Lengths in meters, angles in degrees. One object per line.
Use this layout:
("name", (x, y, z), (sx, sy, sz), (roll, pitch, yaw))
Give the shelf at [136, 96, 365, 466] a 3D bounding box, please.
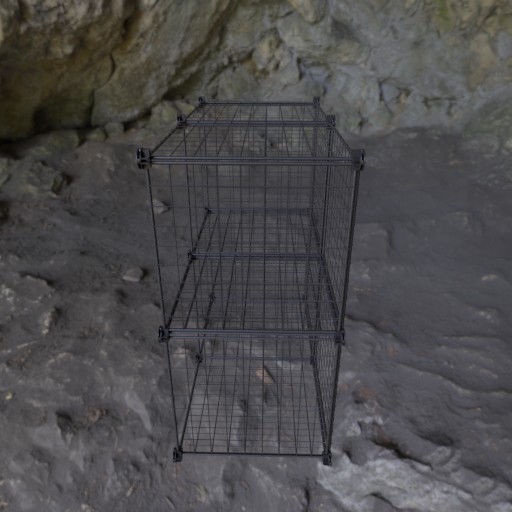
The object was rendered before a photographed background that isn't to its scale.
("shelf", (0.000, 0.000, 1.157), (0.356, 0.711, 0.711), (1, 26, 1))
